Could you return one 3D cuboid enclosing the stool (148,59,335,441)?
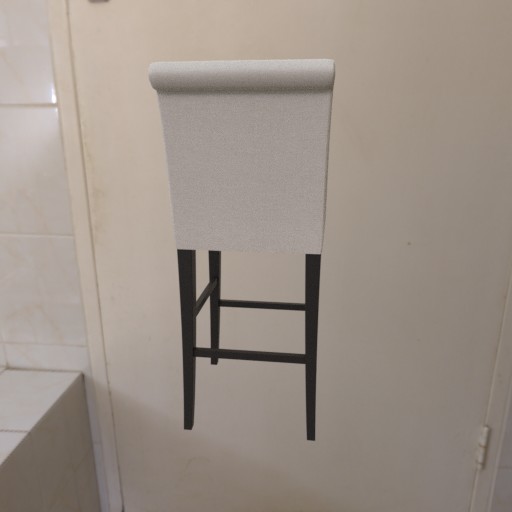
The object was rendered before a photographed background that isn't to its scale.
[{"bbox_3d":[0.000,0.000,1.461,0.452,1.124,0.597,2,17,7],"label":"stool"}]
